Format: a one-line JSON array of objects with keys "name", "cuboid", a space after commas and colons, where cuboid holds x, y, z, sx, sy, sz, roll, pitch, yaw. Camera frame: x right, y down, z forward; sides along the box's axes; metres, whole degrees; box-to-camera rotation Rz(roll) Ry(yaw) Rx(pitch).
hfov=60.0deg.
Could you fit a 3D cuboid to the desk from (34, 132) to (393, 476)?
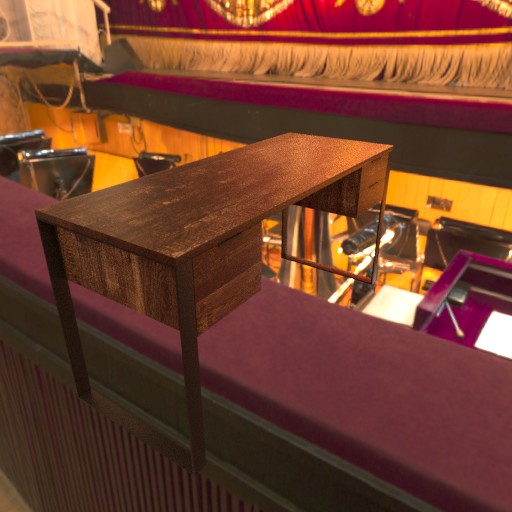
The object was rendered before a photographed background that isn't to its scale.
[{"name": "desk", "cuboid": [0.000, 0.000, 1.935, 0.599, 0.762, 1.524, 17, 31, 31]}]
